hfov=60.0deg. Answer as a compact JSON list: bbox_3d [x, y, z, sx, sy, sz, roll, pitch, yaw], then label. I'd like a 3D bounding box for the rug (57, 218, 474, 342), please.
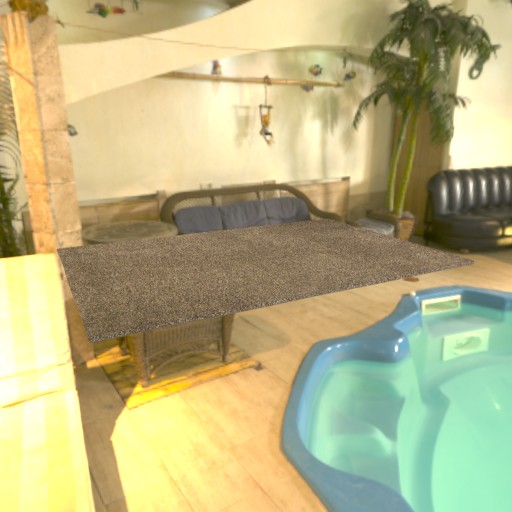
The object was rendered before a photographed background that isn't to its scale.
[{"bbox_3d":[0.000,0.000,3.424,2.699,0.026,1.802,-8,18,-27],"label":"rug"}]
